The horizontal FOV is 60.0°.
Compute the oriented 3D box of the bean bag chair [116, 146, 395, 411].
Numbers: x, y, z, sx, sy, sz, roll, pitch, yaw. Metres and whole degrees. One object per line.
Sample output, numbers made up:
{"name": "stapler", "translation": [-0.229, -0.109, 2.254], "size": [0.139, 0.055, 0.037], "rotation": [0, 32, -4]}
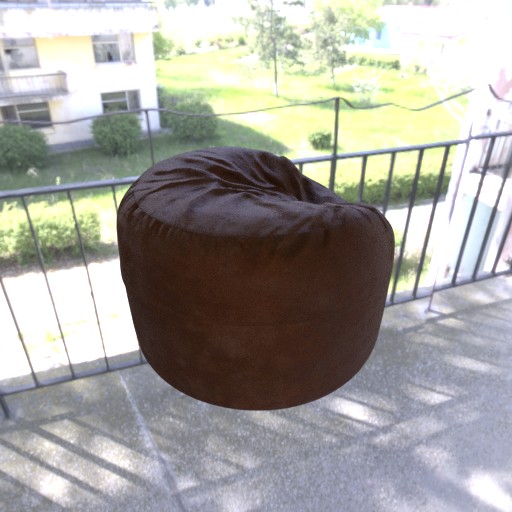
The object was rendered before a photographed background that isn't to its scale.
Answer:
{"name": "bean bag chair", "translation": [0.000, 0.000, 1.555], "size": [0.918, 0.616, 0.918], "rotation": [0, 31, 0]}
